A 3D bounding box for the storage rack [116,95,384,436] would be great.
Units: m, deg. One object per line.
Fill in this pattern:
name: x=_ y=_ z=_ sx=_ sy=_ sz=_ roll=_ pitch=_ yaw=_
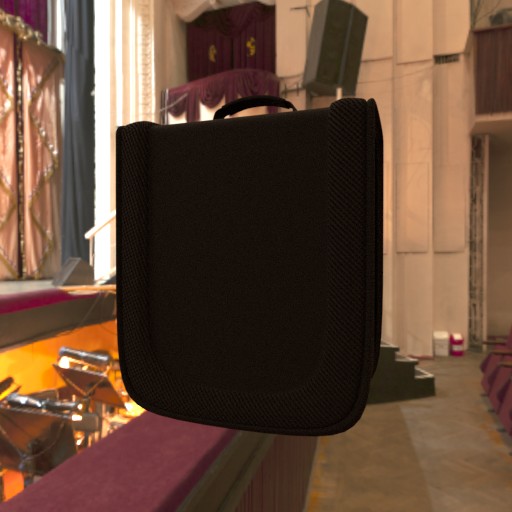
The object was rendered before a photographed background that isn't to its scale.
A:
storage rack: x=0.000 y=0.000 z=0.552 sx=0.297 sy=0.387 sz=0.168 roll=0 pitch=0 yaw=19
